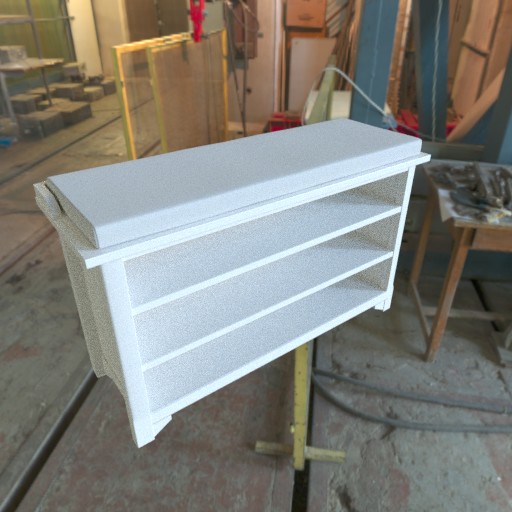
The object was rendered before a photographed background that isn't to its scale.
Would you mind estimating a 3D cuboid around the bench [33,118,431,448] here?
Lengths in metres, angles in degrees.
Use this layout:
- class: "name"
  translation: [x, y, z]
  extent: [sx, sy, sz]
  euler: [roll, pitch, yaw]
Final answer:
- class: "bench"
  translation: [0.000, 0.000, 1.259]
  extent: [0.987, 0.589, 0.346]
  euler: [-20, 36, -31]
